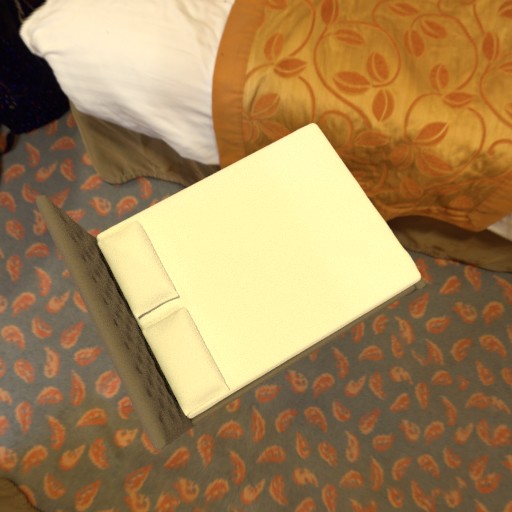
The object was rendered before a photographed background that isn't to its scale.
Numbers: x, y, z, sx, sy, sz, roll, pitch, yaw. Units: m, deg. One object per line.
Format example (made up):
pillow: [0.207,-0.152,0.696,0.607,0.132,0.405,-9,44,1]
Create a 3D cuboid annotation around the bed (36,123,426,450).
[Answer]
bed: [0.000,0.000,3.368,2.233,1.426,1.696,-29,77,-8]
